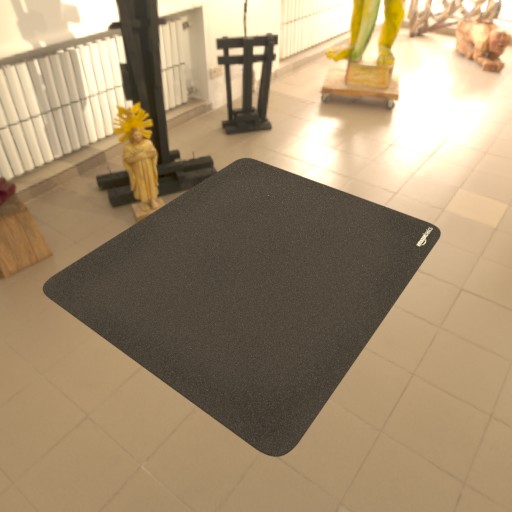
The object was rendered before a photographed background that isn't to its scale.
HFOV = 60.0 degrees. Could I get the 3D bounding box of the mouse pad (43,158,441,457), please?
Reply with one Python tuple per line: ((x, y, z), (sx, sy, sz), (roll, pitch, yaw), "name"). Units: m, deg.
((0.000, 0.000, 0.634), (0.393, 0.002, 0.451), (26, 47, 27), "mouse pad")
